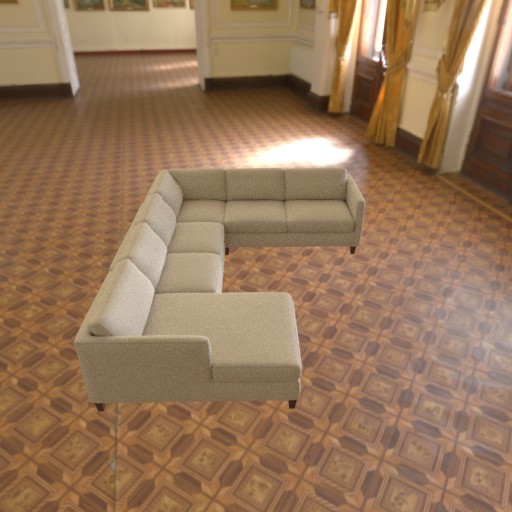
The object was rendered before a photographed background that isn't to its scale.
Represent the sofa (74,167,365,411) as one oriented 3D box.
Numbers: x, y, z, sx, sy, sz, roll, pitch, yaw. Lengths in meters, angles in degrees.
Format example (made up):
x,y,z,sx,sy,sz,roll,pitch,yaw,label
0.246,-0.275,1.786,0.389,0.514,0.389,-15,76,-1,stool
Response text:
x,y,z,sx,sy,sz,roll,pitch,yaw,label
0.000,0.000,4.492,2.551,0.853,3.238,0,31,-1,sofa
